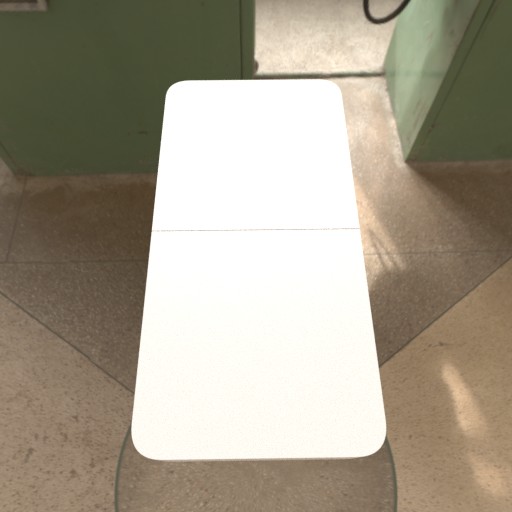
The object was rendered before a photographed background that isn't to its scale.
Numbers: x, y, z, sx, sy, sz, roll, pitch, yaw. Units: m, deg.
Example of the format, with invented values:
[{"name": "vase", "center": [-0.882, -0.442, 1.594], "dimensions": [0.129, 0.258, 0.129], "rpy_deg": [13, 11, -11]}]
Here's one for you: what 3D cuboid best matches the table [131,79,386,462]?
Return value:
[{"name": "table", "center": [0.000, 0.000, 1.430], "dimensions": [0.600, 0.340, 1.200], "rpy_deg": [-1, 64, 0]}]
